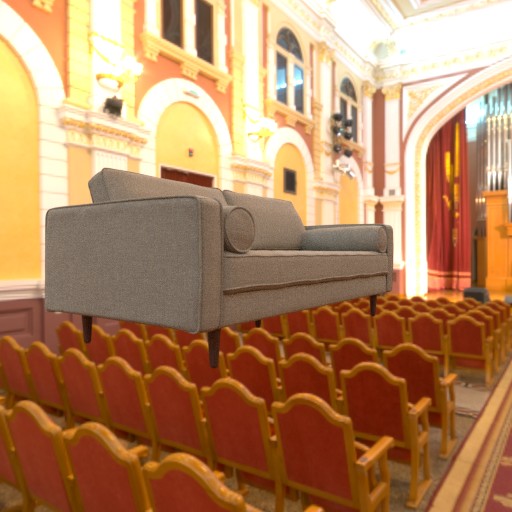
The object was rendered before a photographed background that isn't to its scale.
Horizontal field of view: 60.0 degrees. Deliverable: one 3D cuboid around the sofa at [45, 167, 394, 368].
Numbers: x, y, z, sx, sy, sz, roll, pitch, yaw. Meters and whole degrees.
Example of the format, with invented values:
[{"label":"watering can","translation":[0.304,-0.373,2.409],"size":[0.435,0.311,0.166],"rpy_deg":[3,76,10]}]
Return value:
[{"label":"sofa","translation":[0.000,0.000,2.369],"size":[0.914,0.762,1.879],"rpy_deg":[0,1,35]}]
